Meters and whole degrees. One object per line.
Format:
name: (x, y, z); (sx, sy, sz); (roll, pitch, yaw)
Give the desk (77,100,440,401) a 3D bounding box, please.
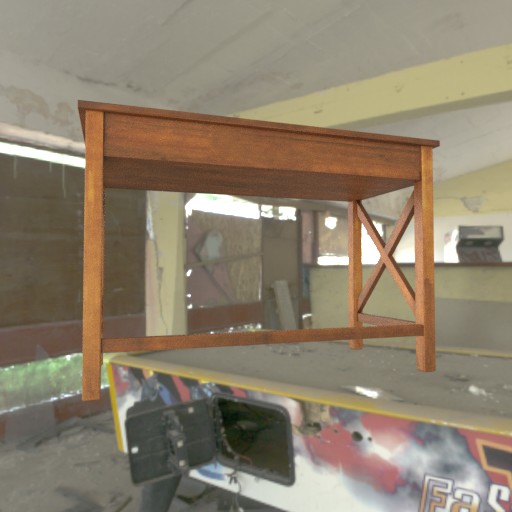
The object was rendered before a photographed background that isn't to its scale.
desk: (0.000, 0.000, 1.523); (1.117, 0.762, 0.508); (1, -2, -18)
